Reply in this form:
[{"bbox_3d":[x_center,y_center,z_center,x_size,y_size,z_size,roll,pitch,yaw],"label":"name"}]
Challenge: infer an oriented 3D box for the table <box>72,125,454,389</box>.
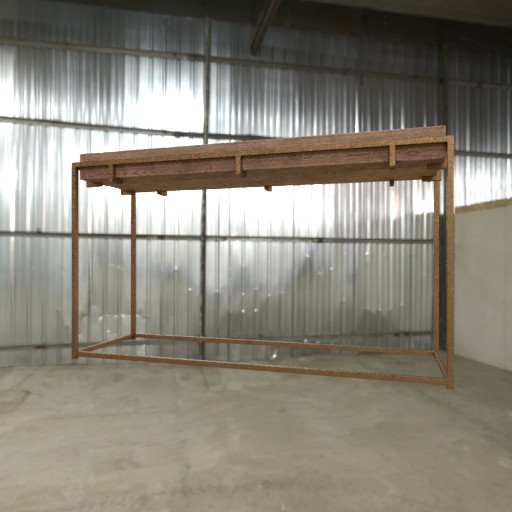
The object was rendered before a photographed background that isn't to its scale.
[{"bbox_3d":[0.000,0.000,1.773,1.400,0.820,0.440,0,0,17],"label":"table"}]
